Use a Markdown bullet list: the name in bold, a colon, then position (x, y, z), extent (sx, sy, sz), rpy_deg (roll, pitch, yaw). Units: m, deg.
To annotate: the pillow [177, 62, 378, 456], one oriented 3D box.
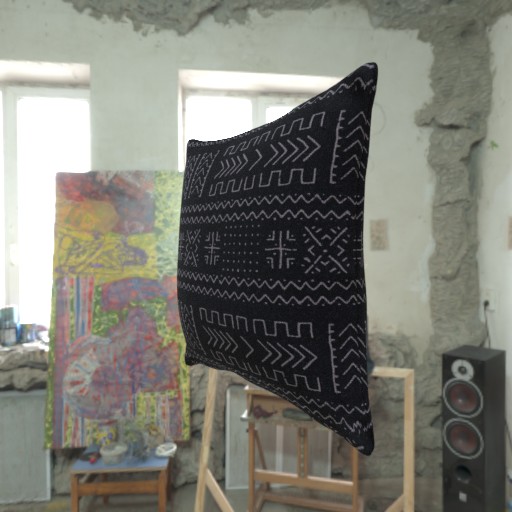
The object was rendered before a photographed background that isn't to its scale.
- **pillow**: position (0.000, 0.000, 0.655), extent (0.164, 0.430, 0.438), rpy_deg (-1, 2, -36)
